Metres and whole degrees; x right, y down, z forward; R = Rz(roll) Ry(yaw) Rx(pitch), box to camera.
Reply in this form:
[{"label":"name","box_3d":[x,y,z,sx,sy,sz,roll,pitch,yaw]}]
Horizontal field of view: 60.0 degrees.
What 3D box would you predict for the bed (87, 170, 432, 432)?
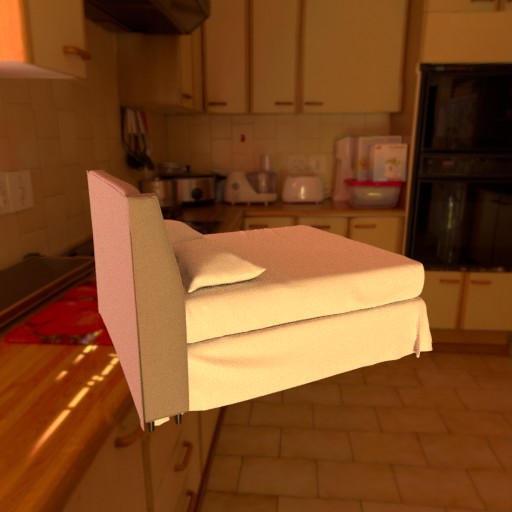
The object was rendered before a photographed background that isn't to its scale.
[{"label":"bed","box_3d":[0.000,0.000,3.531,2.276,1.332,1.925,-7,16,-25]}]
